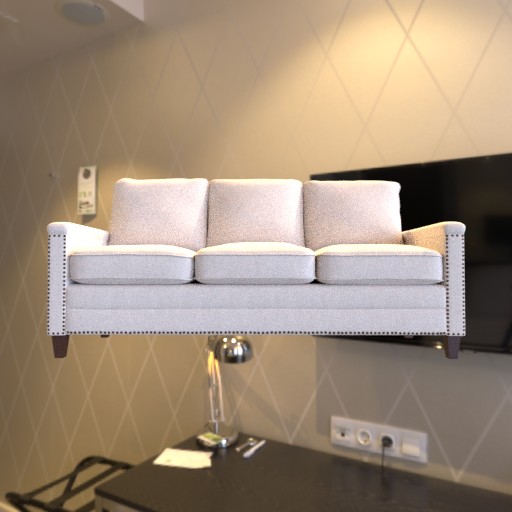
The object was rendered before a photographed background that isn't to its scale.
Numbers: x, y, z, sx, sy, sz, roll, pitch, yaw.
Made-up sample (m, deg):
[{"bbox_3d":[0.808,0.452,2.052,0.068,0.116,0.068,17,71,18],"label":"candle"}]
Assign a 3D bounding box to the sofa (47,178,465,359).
[{"bbox_3d":[0.000,0.000,2.414,1.925,0.961,0.828,0,-1,1],"label":"sofa"}]
